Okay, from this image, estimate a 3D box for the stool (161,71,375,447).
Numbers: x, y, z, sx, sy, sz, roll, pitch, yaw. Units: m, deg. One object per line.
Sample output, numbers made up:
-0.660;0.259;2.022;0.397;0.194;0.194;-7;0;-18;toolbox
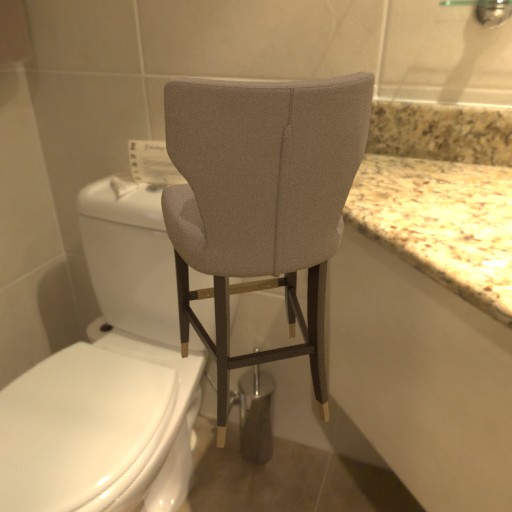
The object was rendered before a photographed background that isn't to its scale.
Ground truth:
0.000;0.000;1.396;0.526;1.092;0.563;-8;28;-14;stool
